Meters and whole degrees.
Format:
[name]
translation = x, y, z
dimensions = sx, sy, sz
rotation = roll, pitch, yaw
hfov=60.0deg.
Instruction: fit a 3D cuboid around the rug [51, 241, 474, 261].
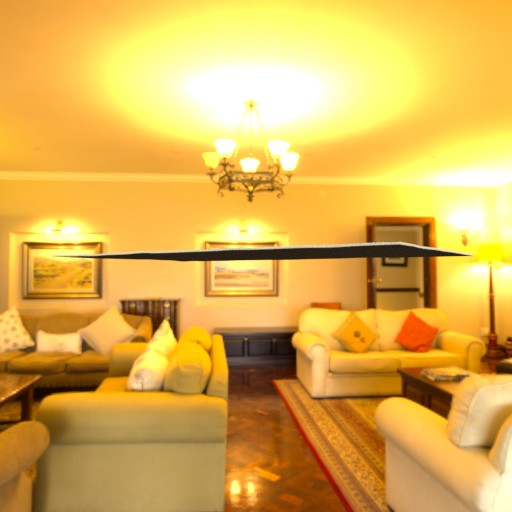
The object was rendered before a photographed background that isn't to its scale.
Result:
[rug]
translation = 0.000, 0.000, 3.003
dimensions = 2.444, 0.023, 1.531
rotation = -1, -3, 36
